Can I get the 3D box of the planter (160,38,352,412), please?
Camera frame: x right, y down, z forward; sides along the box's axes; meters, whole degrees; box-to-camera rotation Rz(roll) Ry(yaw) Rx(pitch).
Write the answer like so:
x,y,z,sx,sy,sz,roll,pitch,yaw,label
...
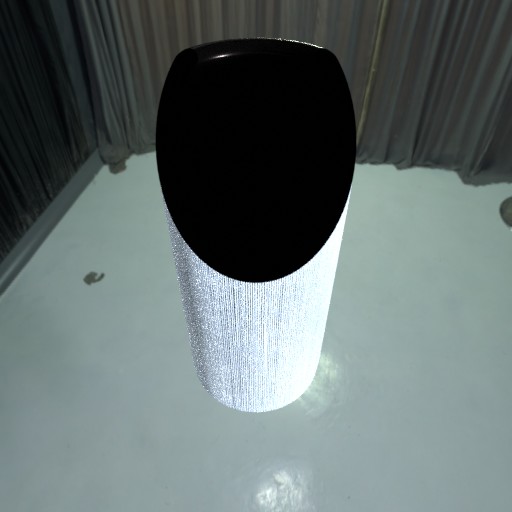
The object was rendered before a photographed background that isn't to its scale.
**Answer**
x,y,z,sx,sy,sz,roll,pitch,yaw,label
0.000,0.000,0.126,0.045,0.103,0.045,4,45,4,planter
